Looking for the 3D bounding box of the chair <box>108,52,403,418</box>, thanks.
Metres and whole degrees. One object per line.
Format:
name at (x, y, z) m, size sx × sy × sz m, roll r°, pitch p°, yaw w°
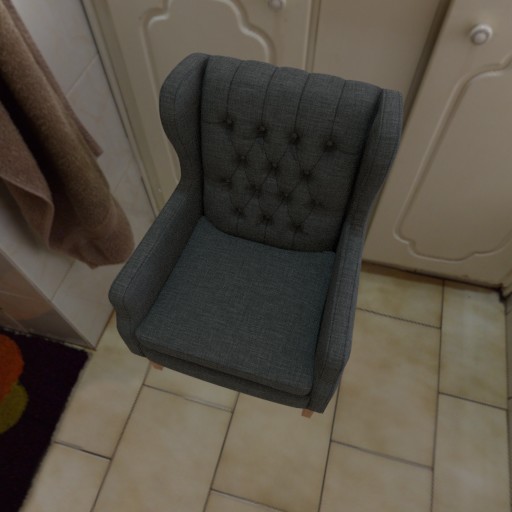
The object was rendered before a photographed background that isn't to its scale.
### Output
chair at (0.000, 0.000, 1.468) m, size 0.711 × 0.953 × 0.775 m, roll 15°, pitch 59°, yaw 9°
